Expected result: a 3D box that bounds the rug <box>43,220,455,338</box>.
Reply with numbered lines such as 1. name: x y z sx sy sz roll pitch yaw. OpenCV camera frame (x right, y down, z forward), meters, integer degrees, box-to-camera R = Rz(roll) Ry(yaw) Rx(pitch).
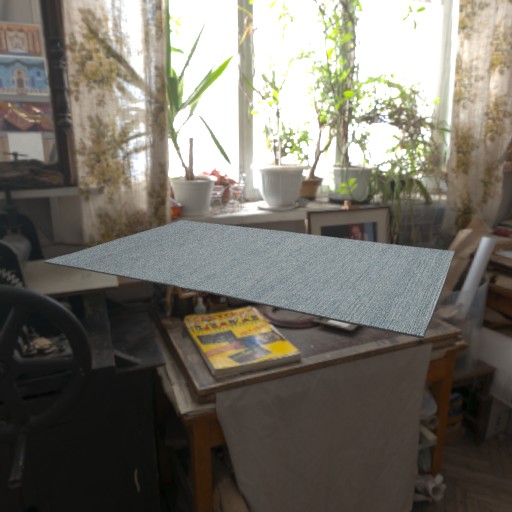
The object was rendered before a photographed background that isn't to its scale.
1. rug: 0.000 0.000 2.342 1.853 0.022 1.174 8 18 27
